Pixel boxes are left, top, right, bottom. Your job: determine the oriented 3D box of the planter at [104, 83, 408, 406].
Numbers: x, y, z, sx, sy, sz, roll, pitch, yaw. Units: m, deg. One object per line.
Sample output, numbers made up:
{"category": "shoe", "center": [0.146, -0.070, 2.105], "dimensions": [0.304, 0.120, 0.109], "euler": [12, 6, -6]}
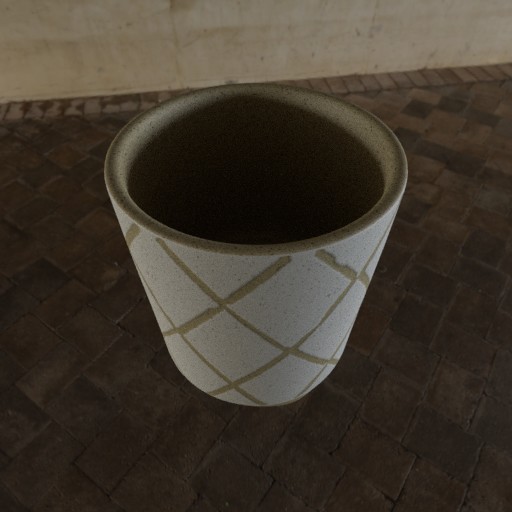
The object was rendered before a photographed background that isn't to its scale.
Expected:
{"category": "planter", "center": [0.000, 0.000, 0.356], "dimensions": [0.191, 0.199, 0.191], "euler": [0, 46, 0]}
